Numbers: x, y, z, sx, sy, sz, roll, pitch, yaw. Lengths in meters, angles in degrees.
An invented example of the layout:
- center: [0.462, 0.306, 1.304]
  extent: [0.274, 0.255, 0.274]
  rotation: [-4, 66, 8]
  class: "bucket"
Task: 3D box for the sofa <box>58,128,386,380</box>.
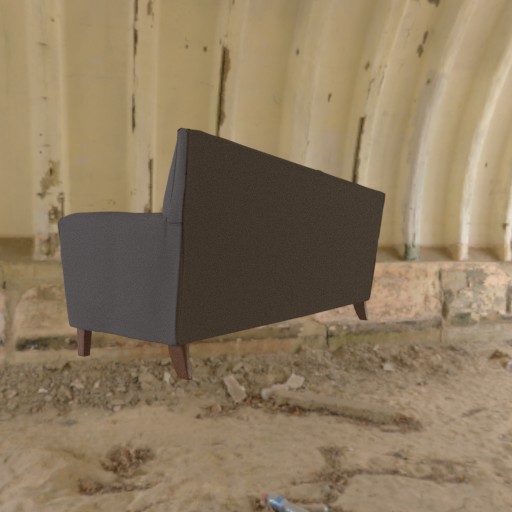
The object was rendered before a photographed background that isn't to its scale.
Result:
- center: [0.000, 0.000, 2.553]
  extent: [0.843, 0.907, 2.002]
  rotation: [0, 0, 35]
  class: "sofa"
